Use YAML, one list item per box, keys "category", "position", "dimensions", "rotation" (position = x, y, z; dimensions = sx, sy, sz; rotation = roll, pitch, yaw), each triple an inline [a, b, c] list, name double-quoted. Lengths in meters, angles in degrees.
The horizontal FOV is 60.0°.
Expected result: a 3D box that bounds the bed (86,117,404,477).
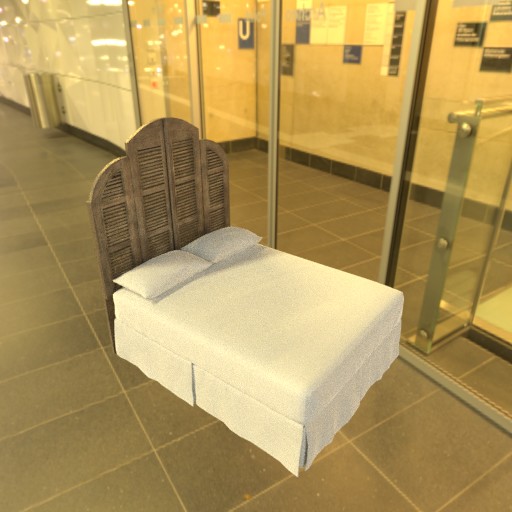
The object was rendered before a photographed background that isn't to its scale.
- category: "bed"
  position: [0.000, 0.000, 3.664]
  dimensions: [2.138, 2.019, 1.713]
  rotation: [19, 32, 34]
